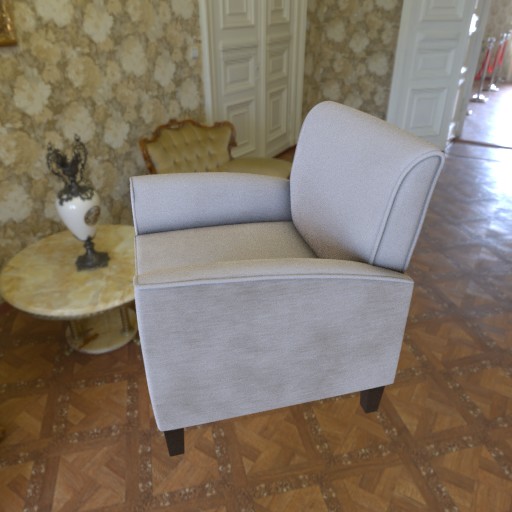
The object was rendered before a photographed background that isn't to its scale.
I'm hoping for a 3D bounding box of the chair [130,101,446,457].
[{"bbox_3d":[0.000,0.000,1.547,0.821,0.915,0.820,-7,30,-13],"label":"chair"}]
